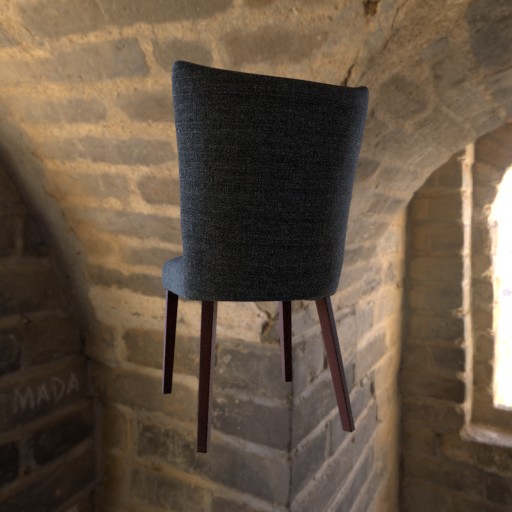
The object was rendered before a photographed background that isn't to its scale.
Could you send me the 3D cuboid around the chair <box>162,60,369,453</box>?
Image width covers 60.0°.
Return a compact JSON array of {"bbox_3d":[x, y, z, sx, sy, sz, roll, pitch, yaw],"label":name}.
[{"bbox_3d":[0.000,0.000,1.296,0.535,0.924,0.623,0,0,-19],"label":"chair"}]
